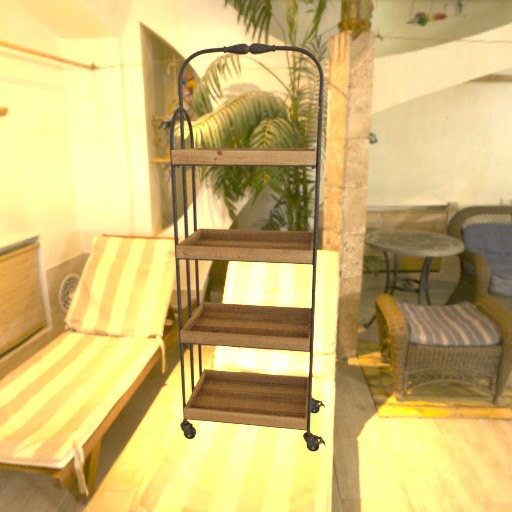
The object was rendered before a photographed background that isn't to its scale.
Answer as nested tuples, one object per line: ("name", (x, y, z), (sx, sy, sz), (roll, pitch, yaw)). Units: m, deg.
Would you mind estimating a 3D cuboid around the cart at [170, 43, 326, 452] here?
("cart", (0.000, 0.000, 1.683), (0.581, 1.481, 0.308), (2, 15, 8))
